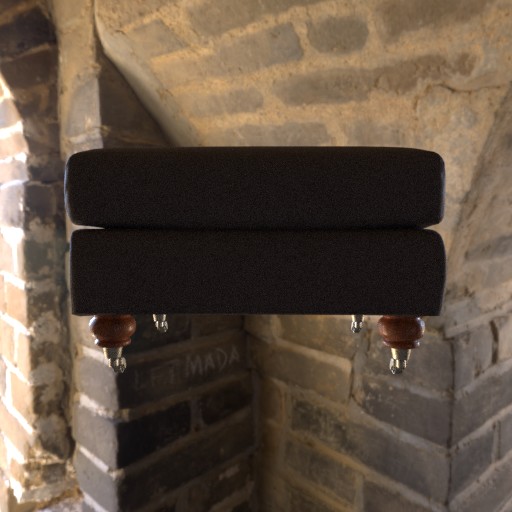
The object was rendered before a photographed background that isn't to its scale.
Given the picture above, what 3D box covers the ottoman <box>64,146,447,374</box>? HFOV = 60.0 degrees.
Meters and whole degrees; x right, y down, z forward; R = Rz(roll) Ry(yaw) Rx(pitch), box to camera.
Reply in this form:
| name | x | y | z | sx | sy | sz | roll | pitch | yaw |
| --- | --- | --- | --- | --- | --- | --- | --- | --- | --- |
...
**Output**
| name | x | y | z | sx | sy | sz | roll | pitch | yaw |
| --- | --- | --- | --- | --- | --- | --- | --- | --- | --- |
| ottoman | 0.000 | 0.000 | 1.137 | 0.773 | 0.497 | 0.574 | 0 | 2 | 1 |
